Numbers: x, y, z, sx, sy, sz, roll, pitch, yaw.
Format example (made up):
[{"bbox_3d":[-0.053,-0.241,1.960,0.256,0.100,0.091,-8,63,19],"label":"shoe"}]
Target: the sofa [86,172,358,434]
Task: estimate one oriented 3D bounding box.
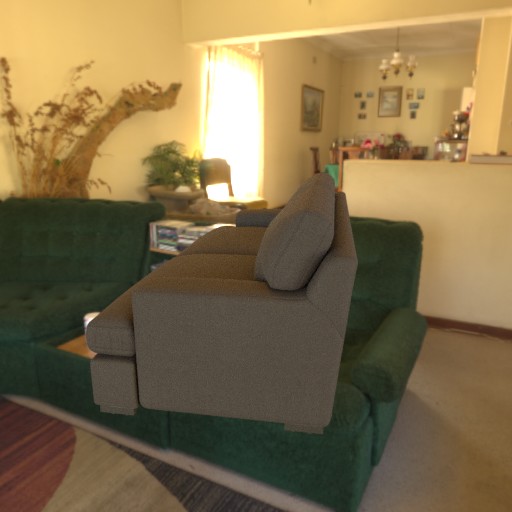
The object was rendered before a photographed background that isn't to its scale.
[{"bbox_3d":[0.000,0.000,2.825,1.140,0.950,2.271,3,15,10],"label":"sofa"}]
